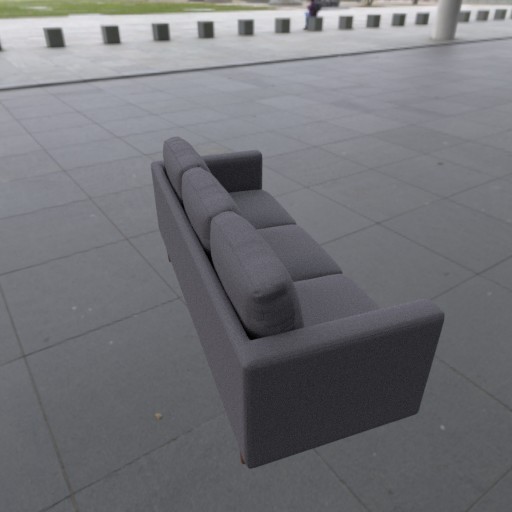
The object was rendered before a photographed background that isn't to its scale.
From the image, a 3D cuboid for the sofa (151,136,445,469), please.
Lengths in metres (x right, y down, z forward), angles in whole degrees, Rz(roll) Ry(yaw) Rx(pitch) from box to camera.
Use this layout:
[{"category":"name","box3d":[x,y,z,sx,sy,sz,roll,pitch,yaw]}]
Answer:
[{"category":"sofa","box3d":[0.000,0.000,2.427,0.802,0.912,2.029,-11,33,-17]}]
